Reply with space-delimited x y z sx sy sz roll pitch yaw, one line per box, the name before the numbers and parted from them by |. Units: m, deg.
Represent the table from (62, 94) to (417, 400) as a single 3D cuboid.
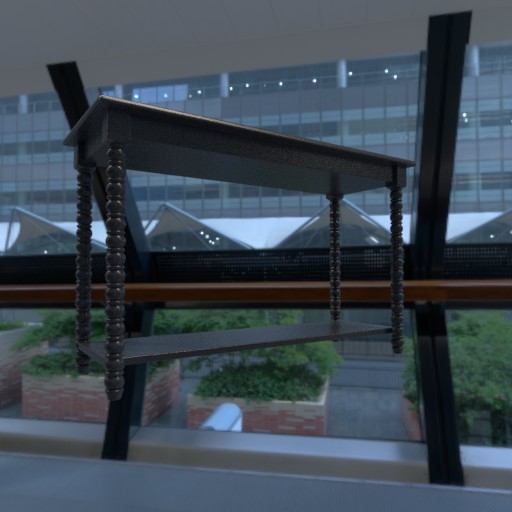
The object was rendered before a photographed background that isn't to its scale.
table | 0.000 0.000 1.542 1.184 0.735 0.459 1 -2 -34
